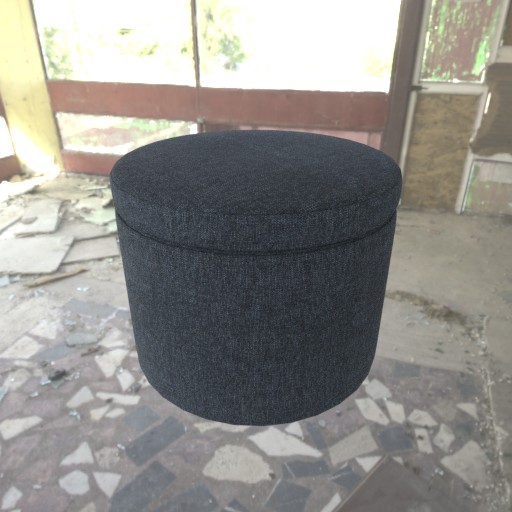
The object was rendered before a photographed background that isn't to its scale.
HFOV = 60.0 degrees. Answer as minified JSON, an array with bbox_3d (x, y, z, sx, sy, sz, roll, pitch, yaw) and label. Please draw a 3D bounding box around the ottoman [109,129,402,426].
[{"bbox_3d":[0.000,0.000,0.868,0.500,0.419,0.500,0,28,0],"label":"ottoman"}]
